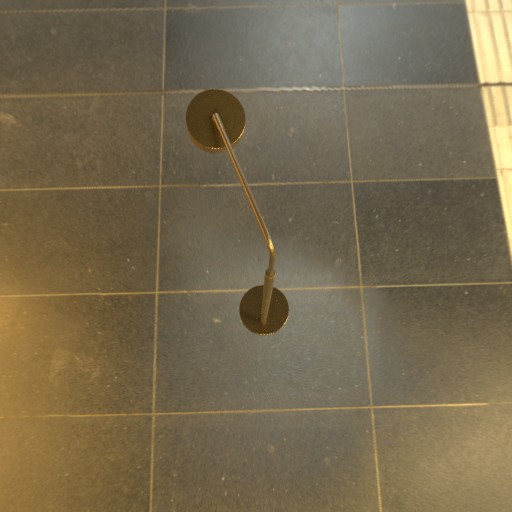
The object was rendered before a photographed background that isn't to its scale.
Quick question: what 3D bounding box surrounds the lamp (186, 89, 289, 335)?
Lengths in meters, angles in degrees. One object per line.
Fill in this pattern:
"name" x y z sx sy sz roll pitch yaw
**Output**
"lamp" 0.000 0.000 1.408 0.219 1.230 0.418 -20 76 -5
